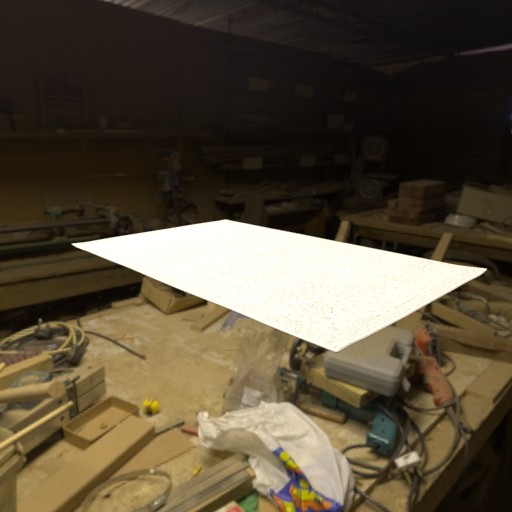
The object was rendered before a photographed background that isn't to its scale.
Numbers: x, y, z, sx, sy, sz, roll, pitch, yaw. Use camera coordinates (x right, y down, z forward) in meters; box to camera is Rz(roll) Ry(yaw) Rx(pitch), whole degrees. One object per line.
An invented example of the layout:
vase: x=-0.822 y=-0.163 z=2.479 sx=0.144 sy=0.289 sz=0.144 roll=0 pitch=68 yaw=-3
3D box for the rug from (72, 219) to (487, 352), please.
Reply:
rug: x=0.000 y=0.000 z=2.991 sx=1.518 sy=0.023 sz=2.434 roll=-14 pitch=20 yaw=-42
